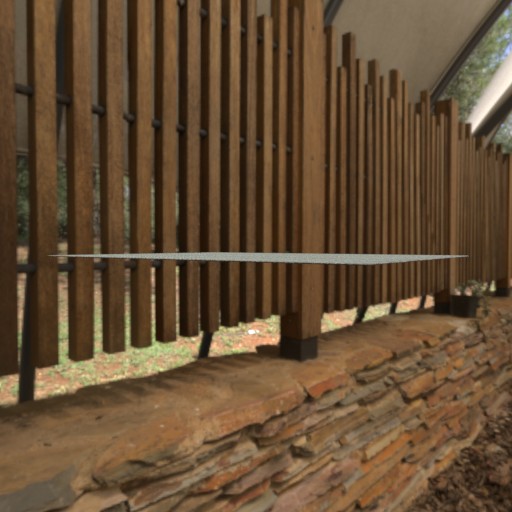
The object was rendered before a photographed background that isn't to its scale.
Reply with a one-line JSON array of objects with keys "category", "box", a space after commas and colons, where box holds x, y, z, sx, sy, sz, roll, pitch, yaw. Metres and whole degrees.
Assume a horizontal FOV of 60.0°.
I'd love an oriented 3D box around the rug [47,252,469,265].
[{"category": "rug", "box": [0.000, 0.000, 5.126, 3.957, 0.011, 2.894, 1, 2, 37]}]
